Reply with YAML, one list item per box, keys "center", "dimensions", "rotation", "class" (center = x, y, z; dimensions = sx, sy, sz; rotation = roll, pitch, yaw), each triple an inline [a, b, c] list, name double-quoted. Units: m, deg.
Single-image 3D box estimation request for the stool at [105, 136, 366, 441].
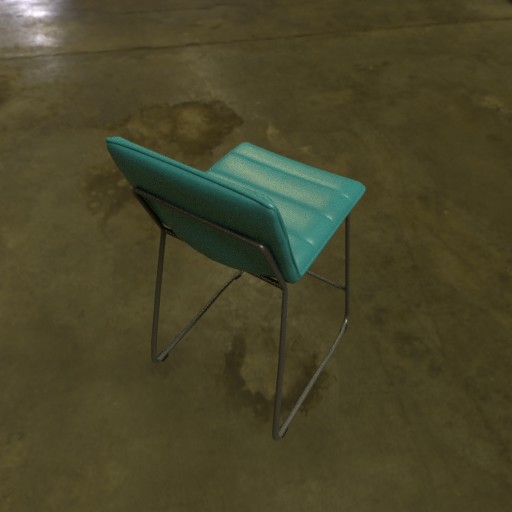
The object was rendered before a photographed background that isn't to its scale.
- center: [0.000, 0.000, 1.218]
  dimensions: [0.489, 0.866, 0.524]
  rotation: [25, 51, 22]
  class: "stool"
